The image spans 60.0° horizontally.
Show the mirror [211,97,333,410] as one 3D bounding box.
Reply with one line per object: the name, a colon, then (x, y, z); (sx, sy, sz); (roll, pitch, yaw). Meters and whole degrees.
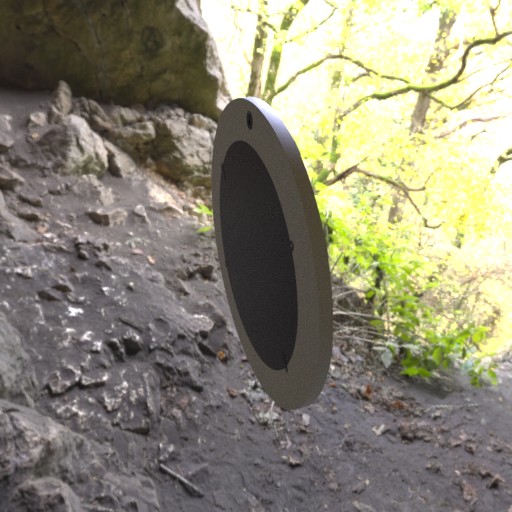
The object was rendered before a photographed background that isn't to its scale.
mirror: (0.000, 0.000, 1.355); (0.038, 0.914, 0.914); (-10, 32, -17)
